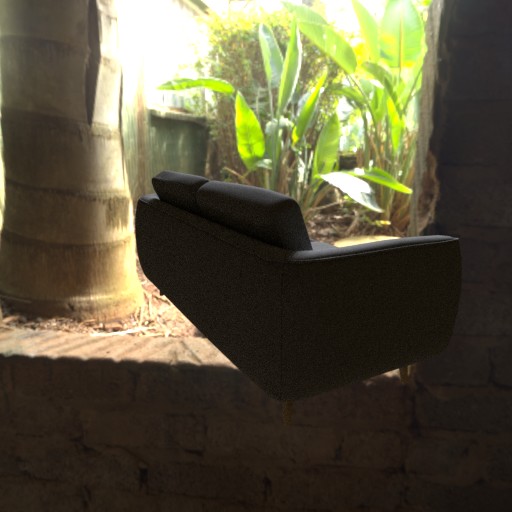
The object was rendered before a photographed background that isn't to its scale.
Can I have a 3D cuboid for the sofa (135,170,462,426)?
[{"bbox_3d":[0.000,0.000,2.431,0.920,0.870,2.000,-8,17,-27],"label":"sofa"}]
